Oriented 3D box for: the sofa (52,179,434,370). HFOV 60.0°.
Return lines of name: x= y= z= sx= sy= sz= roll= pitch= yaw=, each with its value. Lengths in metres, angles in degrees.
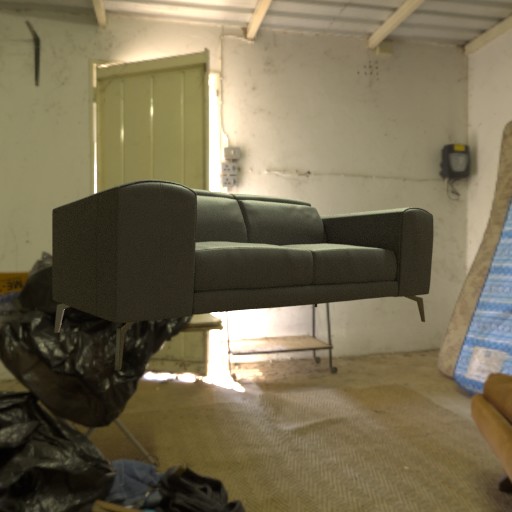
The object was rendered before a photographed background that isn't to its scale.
sofa: x=0.000 y=0.000 z=2.419 sx=1.895 sy=0.779 sz=1.003 roll=0 pitch=0 yaw=-36
